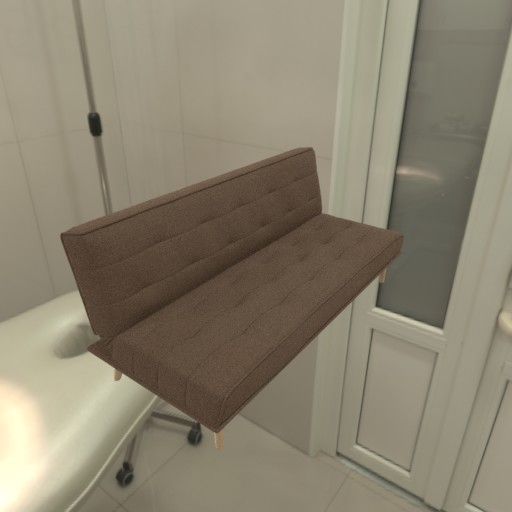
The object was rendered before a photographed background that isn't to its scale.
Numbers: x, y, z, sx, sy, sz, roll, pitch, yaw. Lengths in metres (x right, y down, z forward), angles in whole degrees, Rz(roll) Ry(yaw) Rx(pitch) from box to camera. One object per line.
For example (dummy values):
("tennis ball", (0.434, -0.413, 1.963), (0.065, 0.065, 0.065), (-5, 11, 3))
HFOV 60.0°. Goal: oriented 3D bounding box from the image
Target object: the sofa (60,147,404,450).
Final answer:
("sofa", (0.000, 0.000, 2.414), (1.038, 0.810, 1.820), (19, 32, 32))
